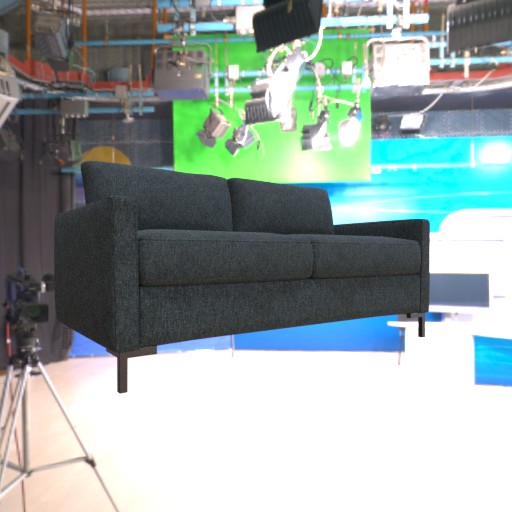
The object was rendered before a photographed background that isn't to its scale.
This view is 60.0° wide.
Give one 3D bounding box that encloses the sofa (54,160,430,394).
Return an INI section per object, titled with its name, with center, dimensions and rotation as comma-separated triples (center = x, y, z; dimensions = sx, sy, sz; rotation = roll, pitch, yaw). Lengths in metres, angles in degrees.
[sofa]
center = 0.000, 0.000, 2.197
dimensions = 1.716, 0.862, 0.866
rotation = 0, 0, -35
